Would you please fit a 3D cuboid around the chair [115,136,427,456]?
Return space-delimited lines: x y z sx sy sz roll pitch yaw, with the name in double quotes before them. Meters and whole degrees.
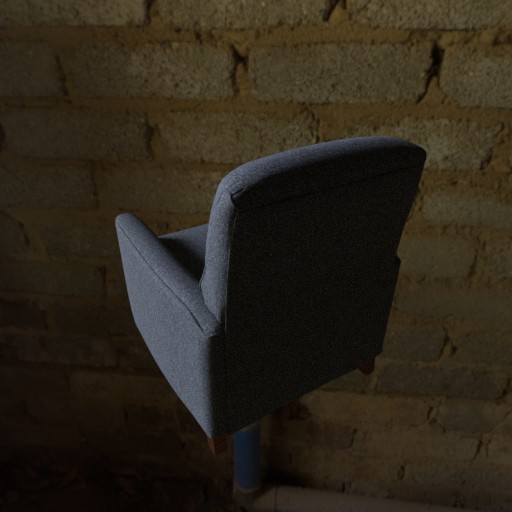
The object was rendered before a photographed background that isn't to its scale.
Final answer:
"chair" 0.000 0.000 1.656 0.839 1.016 0.850 -18 35 -27
